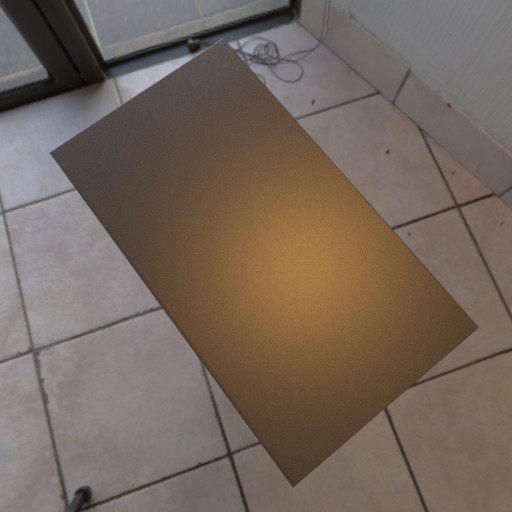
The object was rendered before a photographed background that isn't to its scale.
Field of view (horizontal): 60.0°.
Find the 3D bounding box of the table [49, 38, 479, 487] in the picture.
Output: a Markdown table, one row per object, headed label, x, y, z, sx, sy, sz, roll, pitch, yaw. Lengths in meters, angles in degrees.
| label | x | y | z | sx | sy | sz | roll | pitch | yaw |
| --- | --- | --- | --- | --- | --- | --- | --- | --- | --- |
| table | 0.000 | 0.000 | 1.405 | 0.612 | 0.493 | 1.068 | -37 | 79 | -8 |
